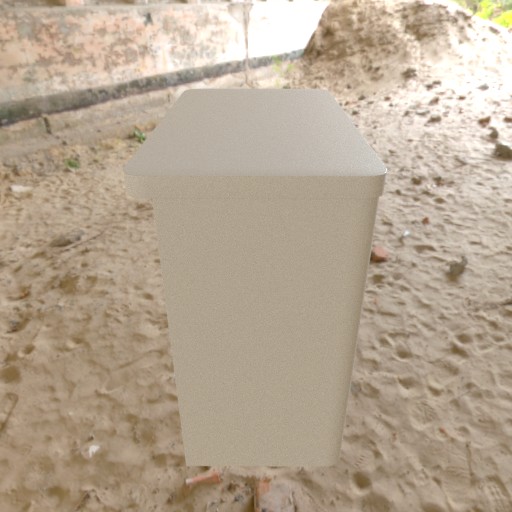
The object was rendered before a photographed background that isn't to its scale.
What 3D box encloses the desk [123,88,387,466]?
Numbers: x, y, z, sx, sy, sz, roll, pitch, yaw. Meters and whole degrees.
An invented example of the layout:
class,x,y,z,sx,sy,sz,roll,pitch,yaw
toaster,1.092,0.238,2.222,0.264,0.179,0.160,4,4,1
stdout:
class,x,y,z,sx,sy,sz,roll,pitch,yaw
desk,0.000,0.000,1.248,0.446,0.760,0.790,0,30,0
